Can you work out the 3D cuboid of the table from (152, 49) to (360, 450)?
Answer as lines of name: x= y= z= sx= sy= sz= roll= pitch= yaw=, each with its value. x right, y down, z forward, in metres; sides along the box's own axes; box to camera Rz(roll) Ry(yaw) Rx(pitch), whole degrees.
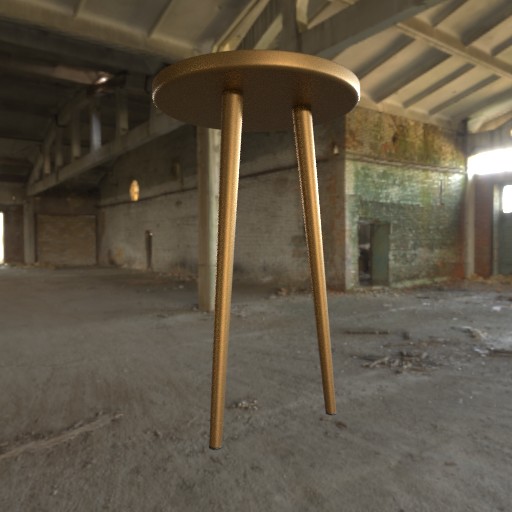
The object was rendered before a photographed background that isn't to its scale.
table: x=0.000 y=0.000 z=0.661 sx=0.299 sy=0.480 sz=0.299 roll=-1 pitch=2 yaw=-37
